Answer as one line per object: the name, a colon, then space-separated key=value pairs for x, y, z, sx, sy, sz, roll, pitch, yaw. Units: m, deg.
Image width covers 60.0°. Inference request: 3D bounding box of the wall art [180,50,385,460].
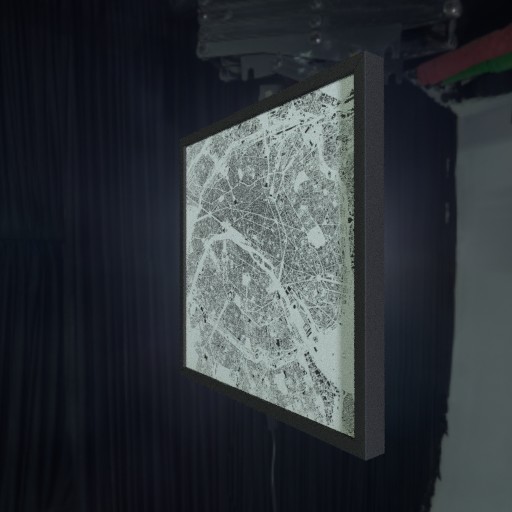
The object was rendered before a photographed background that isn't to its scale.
wall art: x=0.000 y=0.000 z=0.763 sx=0.037 sy=0.508 sz=0.508 roll=0 pitch=0 yaw=-36
